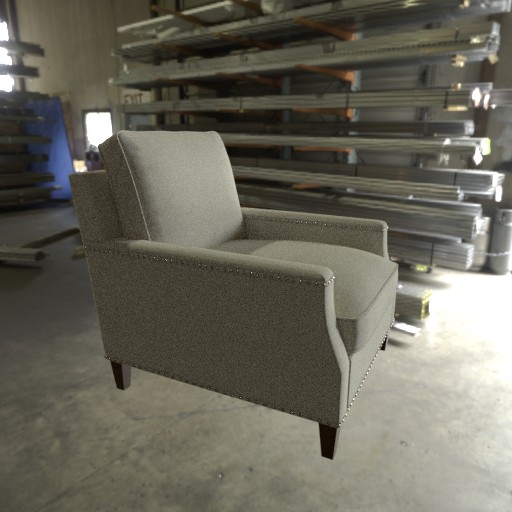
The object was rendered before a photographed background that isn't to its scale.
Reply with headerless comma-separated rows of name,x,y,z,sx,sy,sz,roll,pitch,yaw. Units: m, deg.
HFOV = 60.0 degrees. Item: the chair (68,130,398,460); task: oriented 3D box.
chair,0.000,0.000,1.730,1.014,0.943,0.853,8,17,26
